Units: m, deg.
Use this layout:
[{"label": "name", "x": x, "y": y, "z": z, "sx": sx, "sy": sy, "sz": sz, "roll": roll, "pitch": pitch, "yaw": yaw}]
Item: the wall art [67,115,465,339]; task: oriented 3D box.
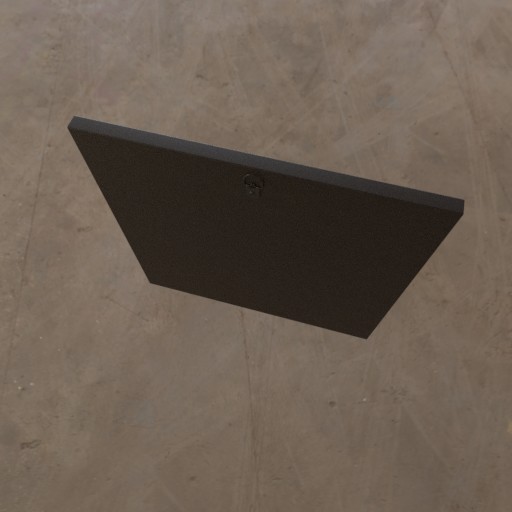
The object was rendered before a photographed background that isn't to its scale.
[{"label": "wall art", "x": 0.000, "y": 0.000, "z": 1.233, "sx": 0.805, "sy": 0.807, "sz": 0.043, "roll": 14, "pitch": 64, "yaw": 7}]
